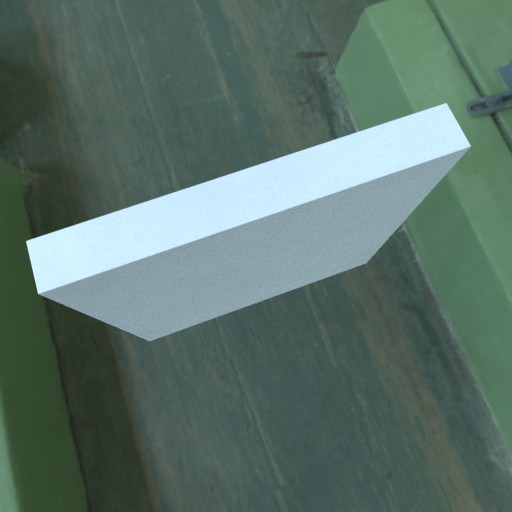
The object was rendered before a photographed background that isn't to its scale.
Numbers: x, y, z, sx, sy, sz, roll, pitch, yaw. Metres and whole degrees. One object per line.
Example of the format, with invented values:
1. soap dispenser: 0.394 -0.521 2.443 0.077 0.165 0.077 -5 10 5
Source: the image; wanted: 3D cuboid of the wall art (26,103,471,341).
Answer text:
1. wall art: 0.000 0.000 0.444 0.305 0.305 0.038 -19 75 -6
